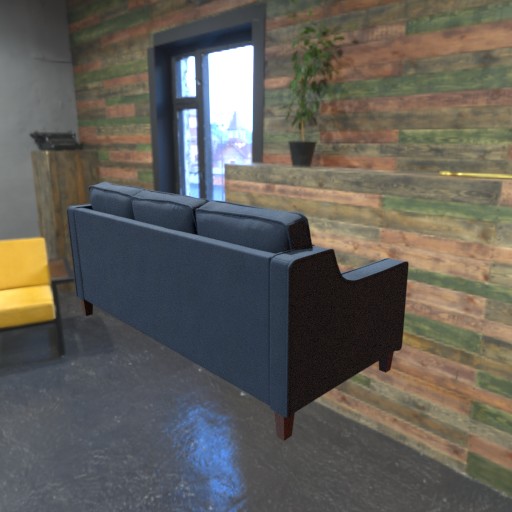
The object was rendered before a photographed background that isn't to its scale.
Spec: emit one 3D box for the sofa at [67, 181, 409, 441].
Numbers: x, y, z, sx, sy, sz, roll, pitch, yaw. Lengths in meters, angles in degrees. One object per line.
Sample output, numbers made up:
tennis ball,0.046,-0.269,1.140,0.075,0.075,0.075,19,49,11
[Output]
sofa,0.000,0.000,3.313,1.858,1.066,2.317,-13,19,-42
